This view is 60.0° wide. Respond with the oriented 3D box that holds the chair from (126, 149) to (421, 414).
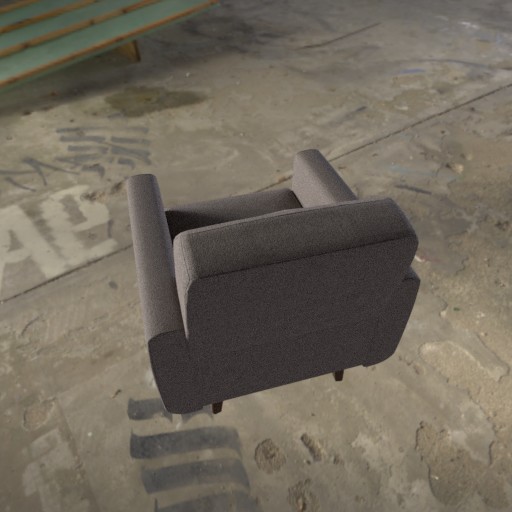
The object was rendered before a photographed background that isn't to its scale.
[{"bbox_3d":[0.000,0.000,1.593,0.831,0.839,0.907,-11,44,-12],"label":"chair"}]
